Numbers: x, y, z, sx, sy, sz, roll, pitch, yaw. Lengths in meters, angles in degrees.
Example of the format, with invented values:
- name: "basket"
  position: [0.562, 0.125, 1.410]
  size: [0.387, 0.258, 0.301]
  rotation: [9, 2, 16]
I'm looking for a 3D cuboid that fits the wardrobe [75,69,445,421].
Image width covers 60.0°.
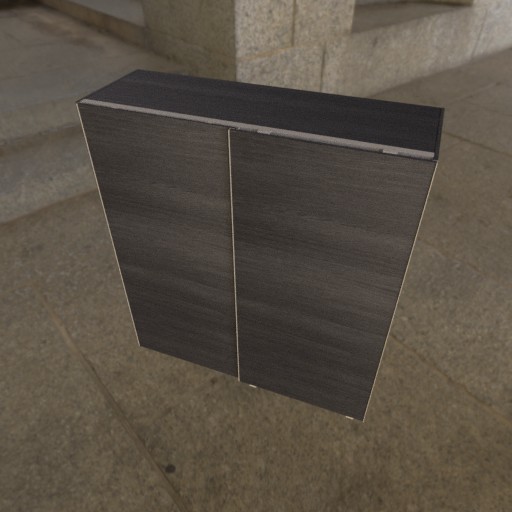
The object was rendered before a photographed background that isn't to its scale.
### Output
- name: "wardrobe"
  position: [0.000, 0.000, 2.847]
  size: [1.780, 1.960, 0.629]
  rotation: [14, 41, 16]
